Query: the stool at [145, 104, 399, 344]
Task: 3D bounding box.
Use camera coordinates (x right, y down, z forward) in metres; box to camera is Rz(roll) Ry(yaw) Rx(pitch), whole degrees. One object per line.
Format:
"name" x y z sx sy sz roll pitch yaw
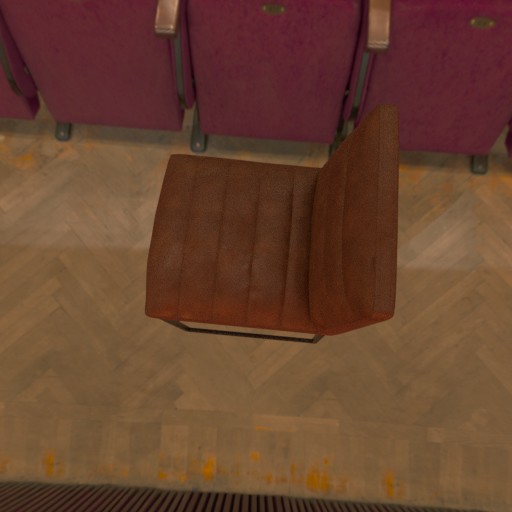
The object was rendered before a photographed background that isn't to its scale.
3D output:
"stool" 0.000 0.000 1.361 0.562 1.065 0.463 5 76 1
